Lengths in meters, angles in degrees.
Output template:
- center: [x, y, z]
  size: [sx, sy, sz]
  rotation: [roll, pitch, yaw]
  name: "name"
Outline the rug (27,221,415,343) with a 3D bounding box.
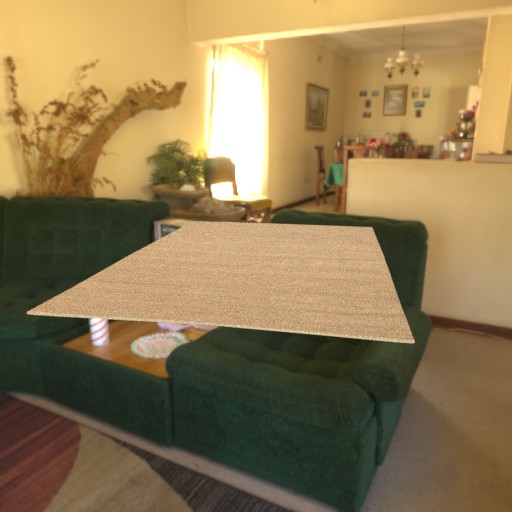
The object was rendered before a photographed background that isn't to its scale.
- center: [0.000, 0.000, 2.865]
  size: [1.624, 0.030, 2.264]
  rotation: [3, 15, 10]
  name: "rug"
